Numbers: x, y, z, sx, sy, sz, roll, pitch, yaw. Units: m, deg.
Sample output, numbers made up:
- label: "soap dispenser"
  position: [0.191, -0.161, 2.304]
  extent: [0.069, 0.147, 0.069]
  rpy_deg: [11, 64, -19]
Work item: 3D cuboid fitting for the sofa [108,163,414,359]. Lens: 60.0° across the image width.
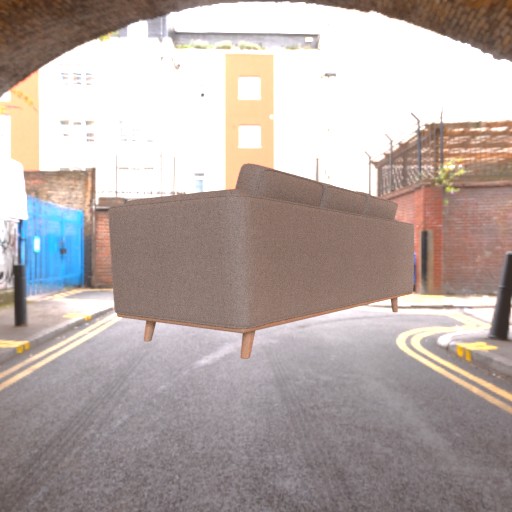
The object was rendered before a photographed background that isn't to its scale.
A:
- label: "sofa"
  position: [0.000, 0.000, 3.244]
  extent: [1.604, 0.929, 2.411]
  rpy_deg: [0, 0, 36]
